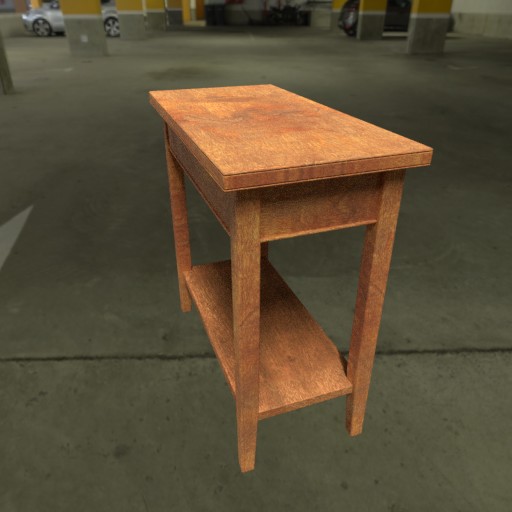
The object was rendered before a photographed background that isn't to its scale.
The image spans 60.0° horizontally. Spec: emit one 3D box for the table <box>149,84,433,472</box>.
[{"bbox_3d":[0.000,0.000,0.970,0.305,0.610,0.610,-10,31,-17],"label":"table"}]
